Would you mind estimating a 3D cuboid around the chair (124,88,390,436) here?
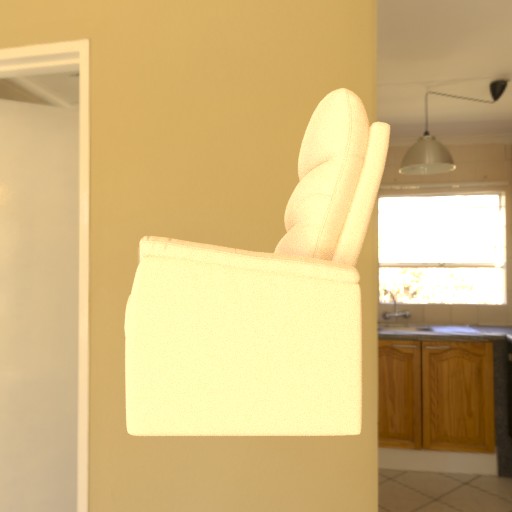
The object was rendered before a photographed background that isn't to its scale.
[{"bbox_3d":[0.000,0.000,1.617,0.831,1.082,0.775,0,-1,0],"label":"chair"}]
